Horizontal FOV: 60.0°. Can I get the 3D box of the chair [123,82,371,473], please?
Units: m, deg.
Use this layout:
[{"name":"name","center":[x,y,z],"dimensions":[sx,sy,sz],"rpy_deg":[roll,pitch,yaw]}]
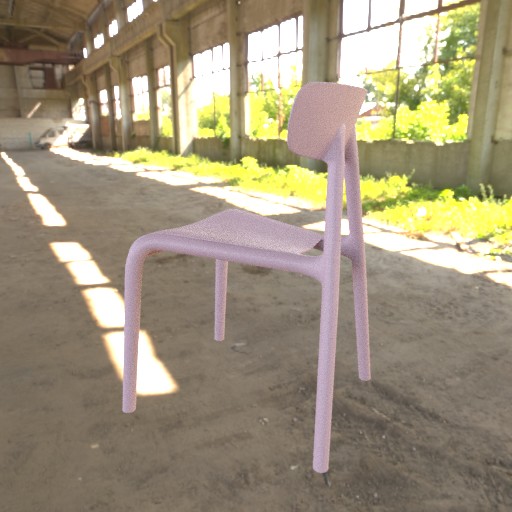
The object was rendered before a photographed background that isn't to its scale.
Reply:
[{"name":"chair","center":[0.000,0.000,0.832],"dimensions":[0.401,0.580,0.356],"rpy_deg":[8,18,26]}]
